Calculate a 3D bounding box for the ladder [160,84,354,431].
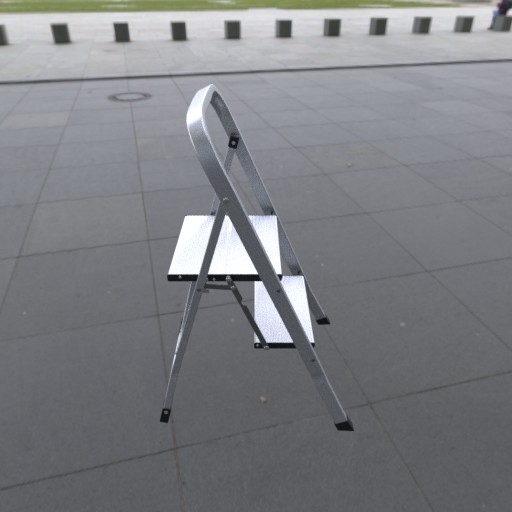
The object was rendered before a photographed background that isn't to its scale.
[{"bbox_3d":[0.000,0.000,1.179,0.530,0.830,0.465,0,32,0],"label":"ladder"}]
